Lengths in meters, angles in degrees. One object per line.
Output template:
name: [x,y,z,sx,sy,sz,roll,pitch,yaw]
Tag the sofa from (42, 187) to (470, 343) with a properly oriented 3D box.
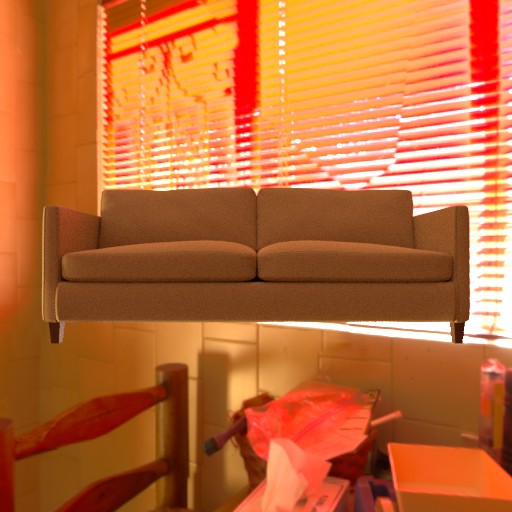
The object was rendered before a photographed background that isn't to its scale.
sofa: [0.000,0.000,2.865,2.361,0.968,0.951,0,0,0]
